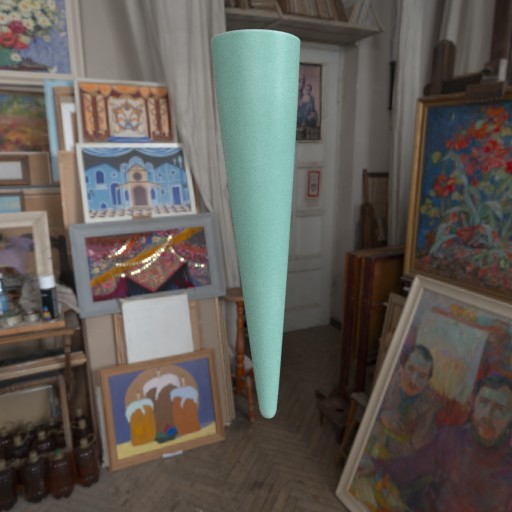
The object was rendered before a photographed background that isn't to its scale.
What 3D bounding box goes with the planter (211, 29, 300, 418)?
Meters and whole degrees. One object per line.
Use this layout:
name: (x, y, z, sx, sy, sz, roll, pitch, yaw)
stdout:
planter: (0.000, 0.000, 0.299, 0.054, 0.268, 0.055, 7, 15, 27)
